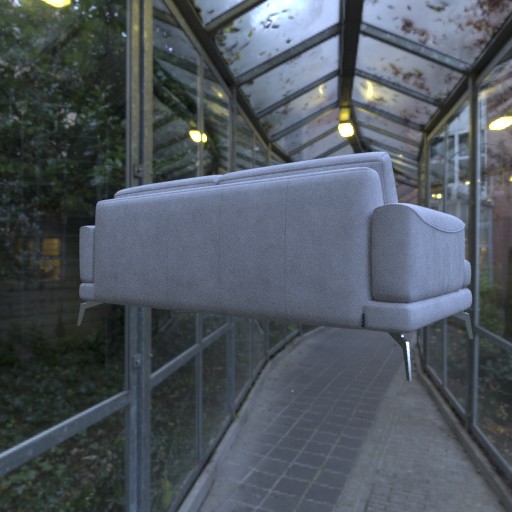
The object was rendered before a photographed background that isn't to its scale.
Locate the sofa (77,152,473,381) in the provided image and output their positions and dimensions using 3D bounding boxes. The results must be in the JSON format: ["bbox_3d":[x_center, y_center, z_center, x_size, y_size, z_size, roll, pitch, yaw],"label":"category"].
[{"bbox_3d":[0.000,0.000,2.428,2.013,0.830,0.980,0,0,37],"label":"sofa"}]
